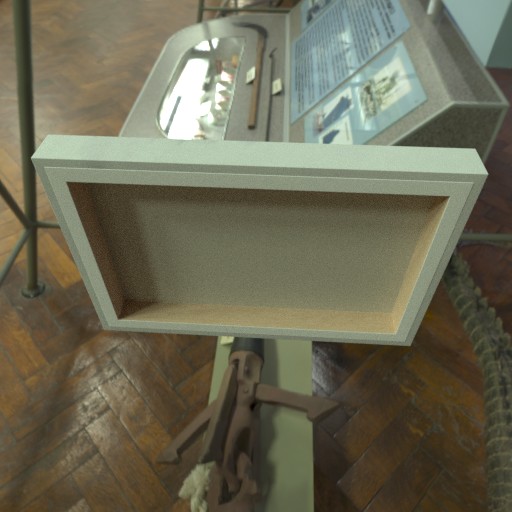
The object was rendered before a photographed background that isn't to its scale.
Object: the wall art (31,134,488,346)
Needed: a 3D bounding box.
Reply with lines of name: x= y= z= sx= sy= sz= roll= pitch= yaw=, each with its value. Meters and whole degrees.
wall art: x=0.000 y=0.000 z=0.472 sx=0.381 sy=0.254 sz=0.038 roll=3 pitch=46 yaw=2
